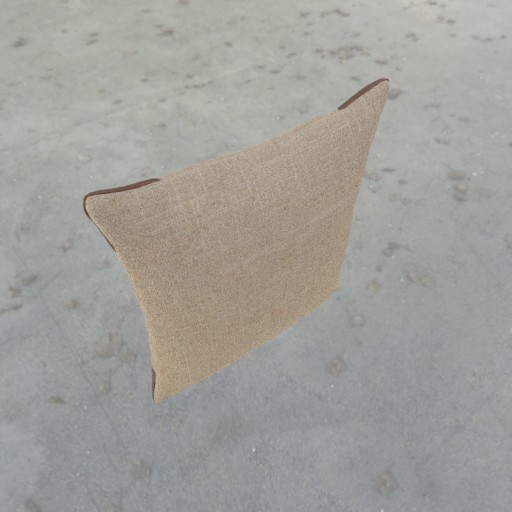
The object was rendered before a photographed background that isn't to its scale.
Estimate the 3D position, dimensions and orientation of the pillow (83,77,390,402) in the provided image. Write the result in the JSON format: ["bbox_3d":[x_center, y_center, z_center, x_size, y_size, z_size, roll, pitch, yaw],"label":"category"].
[{"bbox_3d":[0.000,0.000,0.680,0.437,0.448,0.147,-29,54,-24],"label":"pillow"}]
